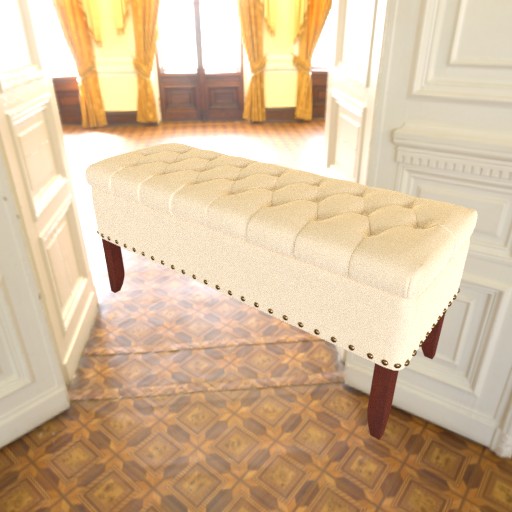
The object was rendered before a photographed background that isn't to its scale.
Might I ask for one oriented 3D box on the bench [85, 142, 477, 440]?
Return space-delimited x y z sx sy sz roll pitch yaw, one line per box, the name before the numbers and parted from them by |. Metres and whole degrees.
bench | 0.000 0.000 1.297 1.054 0.470 0.400 21 34 33
